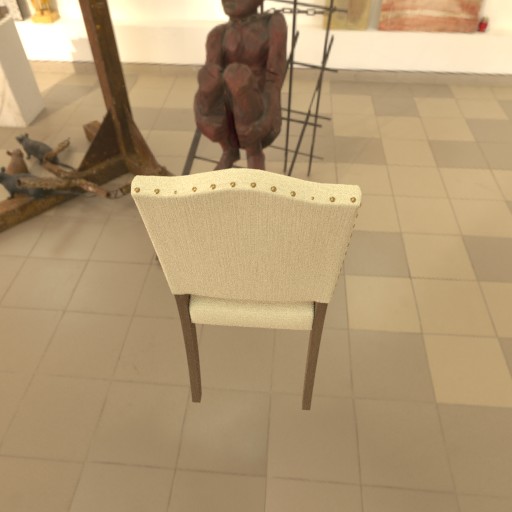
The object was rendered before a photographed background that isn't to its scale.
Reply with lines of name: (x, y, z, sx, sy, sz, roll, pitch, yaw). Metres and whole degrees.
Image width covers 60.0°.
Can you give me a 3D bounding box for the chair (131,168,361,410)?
chair: (0.000, 0.000, 1.367, 0.508, 1.015, 0.619, 3, 46, 3)
